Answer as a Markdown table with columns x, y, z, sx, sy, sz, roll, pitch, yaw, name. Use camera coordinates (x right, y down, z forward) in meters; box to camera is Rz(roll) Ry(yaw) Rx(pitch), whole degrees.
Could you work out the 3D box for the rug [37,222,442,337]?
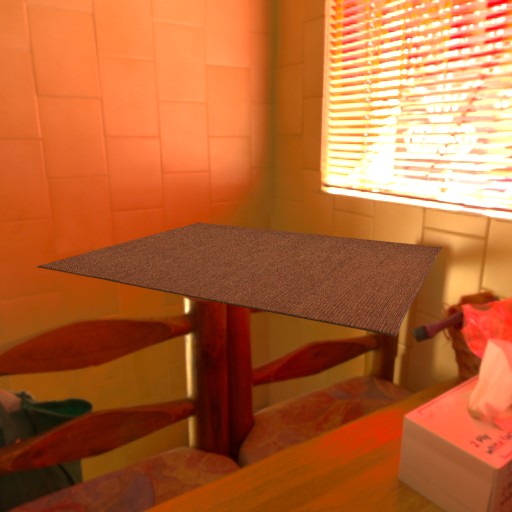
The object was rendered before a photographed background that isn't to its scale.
| x | y | z | sx | sy | sz | roll | pitch | yaw | name |
| --- | --- | --- | --- | --- | --- | --- | --- | --- | --- |
| 0.000 | 0.000 | 4.228 | 3.068 | 0.021 | 2.456 | 8 | 16 | 27 | rug |
